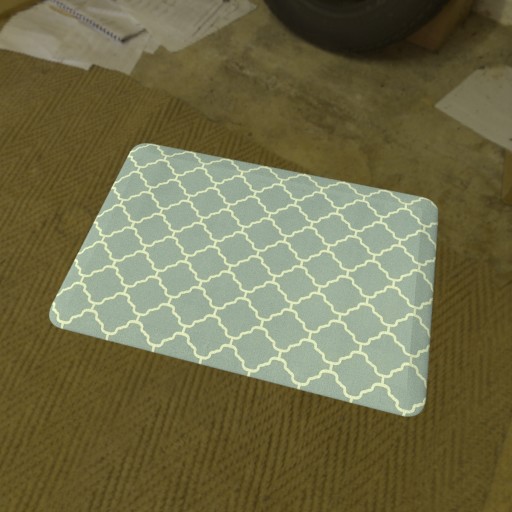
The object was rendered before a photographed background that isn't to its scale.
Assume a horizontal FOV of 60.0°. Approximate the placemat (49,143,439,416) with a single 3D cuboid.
[{"bbox_3d":[0.000,0.000,0.964,0.762,0.021,0.508,13,62,7],"label":"placemat"}]
